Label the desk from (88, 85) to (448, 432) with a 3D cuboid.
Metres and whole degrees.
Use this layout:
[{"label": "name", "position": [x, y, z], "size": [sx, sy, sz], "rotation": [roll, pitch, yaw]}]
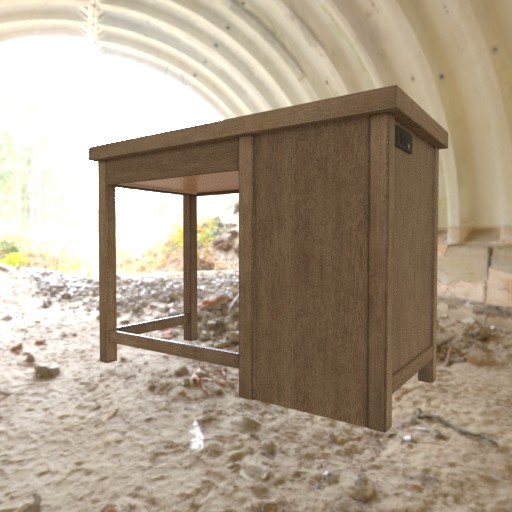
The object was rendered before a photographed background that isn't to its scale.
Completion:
[{"label": "desk", "position": [0.000, 0.000, 1.752], "size": [1.289, 0.912, 0.610], "rotation": [1, 2, 35]}]
